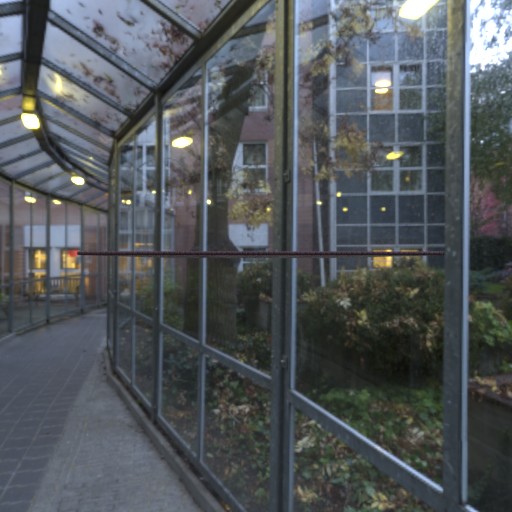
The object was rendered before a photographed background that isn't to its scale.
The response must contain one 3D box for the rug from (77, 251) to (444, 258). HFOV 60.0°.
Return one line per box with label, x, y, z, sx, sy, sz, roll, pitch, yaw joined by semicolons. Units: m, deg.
rug;0.000;0.000;5.942;3.033;0.033;4.578;0;-1;-1
